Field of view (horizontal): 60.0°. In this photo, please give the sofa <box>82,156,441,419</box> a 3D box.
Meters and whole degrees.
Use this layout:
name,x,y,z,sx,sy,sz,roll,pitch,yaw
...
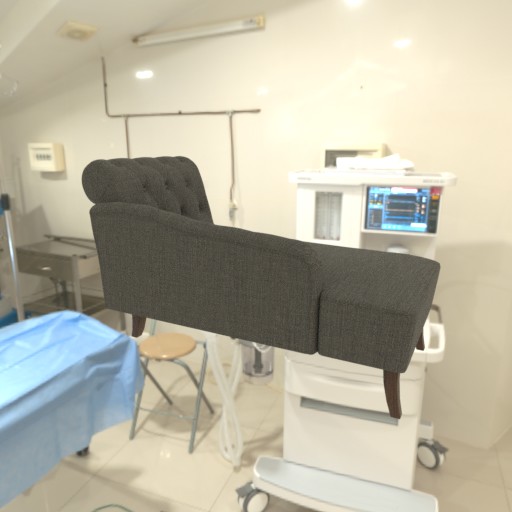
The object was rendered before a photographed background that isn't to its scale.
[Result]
name,x,y,z,sx,sy,sz,roll,pitch,yaw
sofa,0.000,0.000,1.846,1.379,0.787,0.675,7,16,27
